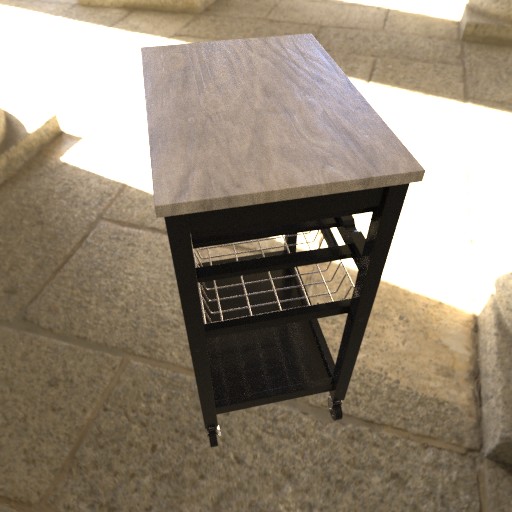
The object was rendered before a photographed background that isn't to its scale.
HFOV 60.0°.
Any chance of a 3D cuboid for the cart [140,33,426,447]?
[{"bbox_3d":[0.000,0.000,1.119,0.403,0.839,0.584,-9,46,-9],"label":"cart"}]
